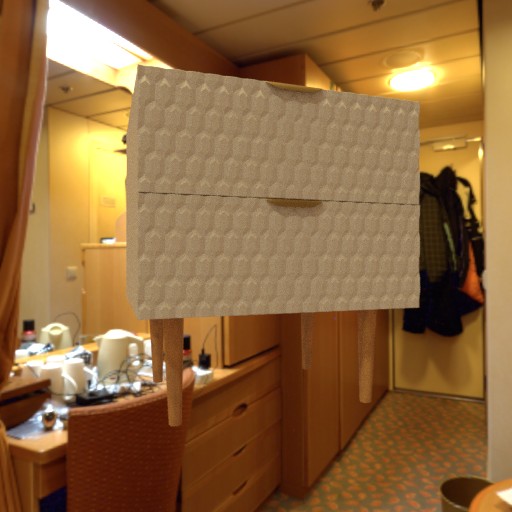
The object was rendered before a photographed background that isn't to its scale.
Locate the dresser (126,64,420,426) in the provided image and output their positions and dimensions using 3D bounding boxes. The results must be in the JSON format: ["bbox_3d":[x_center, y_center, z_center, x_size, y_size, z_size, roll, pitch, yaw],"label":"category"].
[{"bbox_3d":[0.000,0.000,0.923,0.503,0.568,0.414,0,0,-19],"label":"dresser"}]
